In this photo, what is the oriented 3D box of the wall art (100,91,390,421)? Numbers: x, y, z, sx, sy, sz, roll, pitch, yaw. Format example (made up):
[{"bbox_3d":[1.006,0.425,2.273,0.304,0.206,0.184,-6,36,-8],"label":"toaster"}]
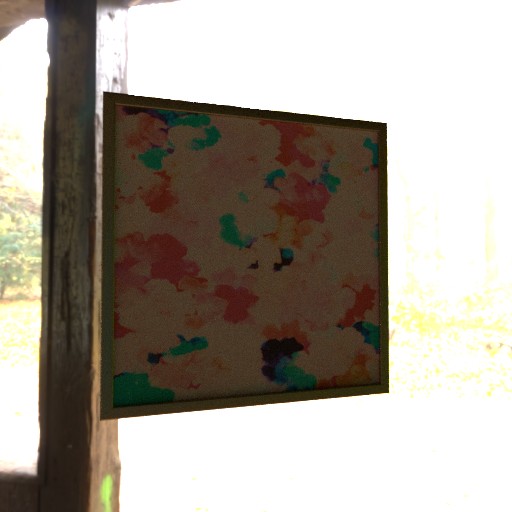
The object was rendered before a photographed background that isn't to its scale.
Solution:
[{"bbox_3d":[0.000,0.000,0.776,0.510,0.509,0.037,0,-2,-17],"label":"wall art"}]
